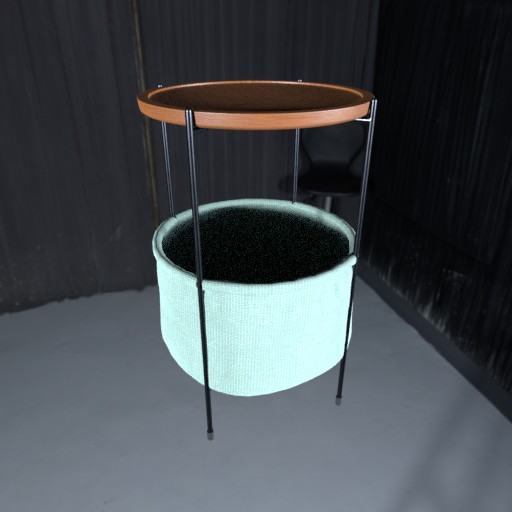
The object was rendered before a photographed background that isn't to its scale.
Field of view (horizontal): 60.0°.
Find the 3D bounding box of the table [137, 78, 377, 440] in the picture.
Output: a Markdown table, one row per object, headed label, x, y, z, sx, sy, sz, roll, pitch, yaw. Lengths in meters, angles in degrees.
| label | x | y | z | sx | sy | sz | roll | pitch | yaw |
| --- | --- | --- | --- | --- | --- | --- | --- | --- | --- |
| table | 0.000 | 0.000 | 0.883 | 0.400 | 0.623 | 0.400 | -9 | 29 | -16 |
